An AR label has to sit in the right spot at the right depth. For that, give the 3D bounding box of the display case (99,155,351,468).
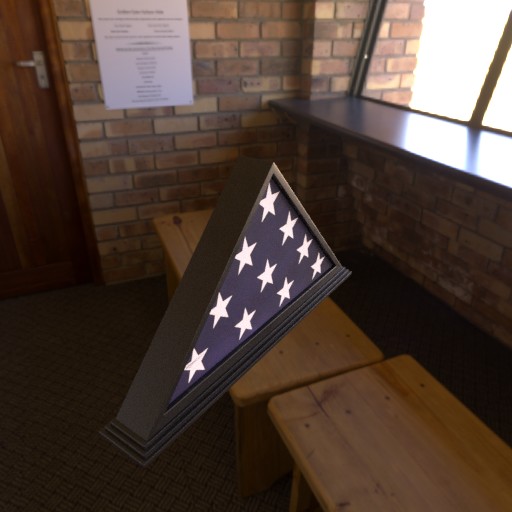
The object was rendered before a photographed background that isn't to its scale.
[{"bbox_3d":[0.000,0.000,0.766,0.095,0.340,0.640,19,33,31],"label":"display case"}]
